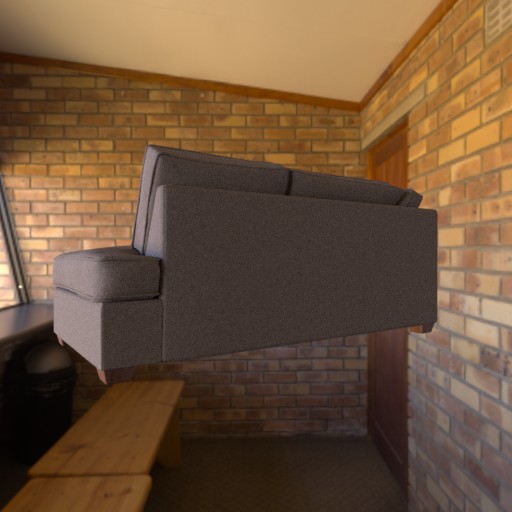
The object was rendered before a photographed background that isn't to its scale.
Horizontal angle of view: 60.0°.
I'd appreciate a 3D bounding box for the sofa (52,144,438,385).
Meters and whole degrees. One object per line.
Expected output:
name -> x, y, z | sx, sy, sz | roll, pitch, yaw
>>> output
sofa -> 0.000, 0.000, 2.797 | 2.237, 1.033, 1.110 | 0, 0, -34
